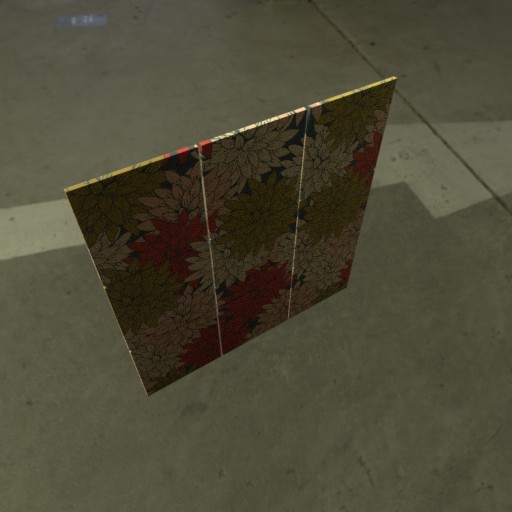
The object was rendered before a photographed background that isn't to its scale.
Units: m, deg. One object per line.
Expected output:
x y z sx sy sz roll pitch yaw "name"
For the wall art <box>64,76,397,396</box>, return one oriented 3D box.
0.000 0.000 1.382 0.904 0.913 0.013 -25 52 -21 "wall art"
